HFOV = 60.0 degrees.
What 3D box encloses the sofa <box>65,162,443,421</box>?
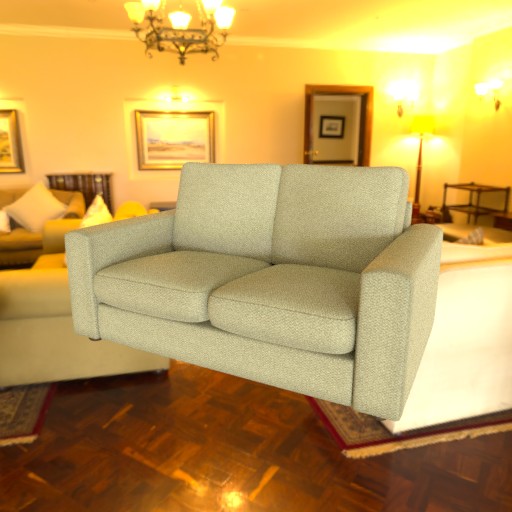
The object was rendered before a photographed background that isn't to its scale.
[{"bbox_3d":[0.000,0.000,2.195,1.616,0.873,1.016,7,16,27],"label":"sofa"}]
